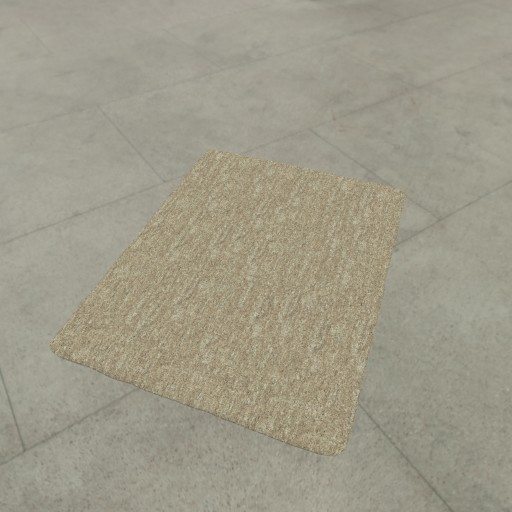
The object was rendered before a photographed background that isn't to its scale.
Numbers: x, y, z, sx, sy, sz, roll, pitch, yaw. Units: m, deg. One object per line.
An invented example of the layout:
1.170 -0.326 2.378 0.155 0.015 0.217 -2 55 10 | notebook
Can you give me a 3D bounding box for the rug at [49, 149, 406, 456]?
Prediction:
0.000 0.000 3.868 2.242 0.050 2.873 15 48 14 | rug
